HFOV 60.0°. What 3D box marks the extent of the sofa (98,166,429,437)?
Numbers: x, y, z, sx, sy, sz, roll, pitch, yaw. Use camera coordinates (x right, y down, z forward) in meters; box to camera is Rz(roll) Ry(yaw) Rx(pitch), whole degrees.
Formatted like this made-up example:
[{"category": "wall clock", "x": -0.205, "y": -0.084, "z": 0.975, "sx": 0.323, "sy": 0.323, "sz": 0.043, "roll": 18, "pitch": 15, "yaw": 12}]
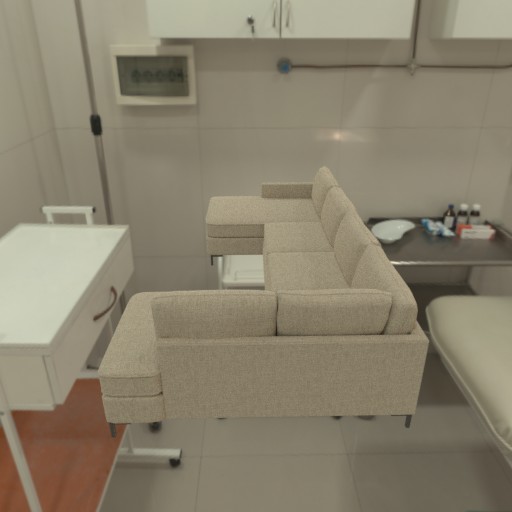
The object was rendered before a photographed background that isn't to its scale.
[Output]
[{"category": "sofa", "x": 0.000, "y": 0.000, "z": 4.245, "sx": 2.021, "sy": 0.996, "sz": 3.423, "roll": -1, "pitch": 26, "yaw": -1}]
